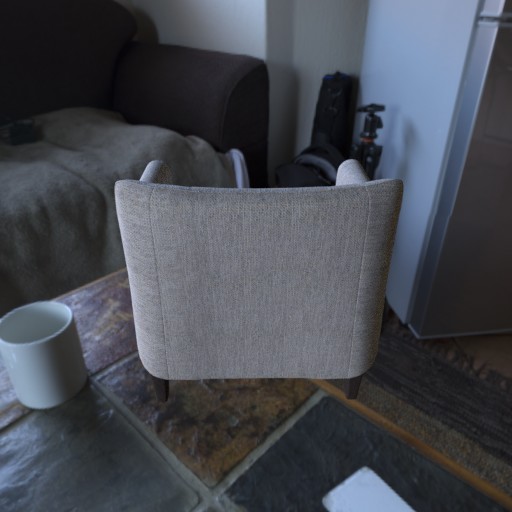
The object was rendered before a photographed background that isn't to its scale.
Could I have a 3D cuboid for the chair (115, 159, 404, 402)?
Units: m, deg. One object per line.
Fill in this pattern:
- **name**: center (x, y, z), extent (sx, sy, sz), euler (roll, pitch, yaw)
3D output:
- **chair**: center (0.000, 0.000, 1.414), extent (0.796, 0.761, 0.758), euler (-1, 32, -1)
